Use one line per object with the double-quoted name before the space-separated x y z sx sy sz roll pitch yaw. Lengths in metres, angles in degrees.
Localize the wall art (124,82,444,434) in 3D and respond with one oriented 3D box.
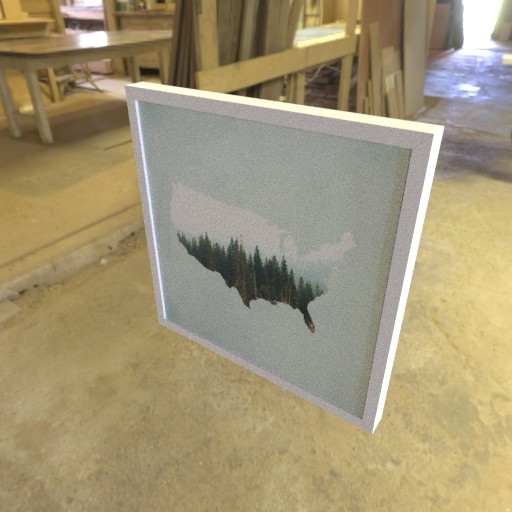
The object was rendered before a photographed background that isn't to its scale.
"wall art" 0.000 0.000 0.759 0.509 0.509 0.040 20 36 30
